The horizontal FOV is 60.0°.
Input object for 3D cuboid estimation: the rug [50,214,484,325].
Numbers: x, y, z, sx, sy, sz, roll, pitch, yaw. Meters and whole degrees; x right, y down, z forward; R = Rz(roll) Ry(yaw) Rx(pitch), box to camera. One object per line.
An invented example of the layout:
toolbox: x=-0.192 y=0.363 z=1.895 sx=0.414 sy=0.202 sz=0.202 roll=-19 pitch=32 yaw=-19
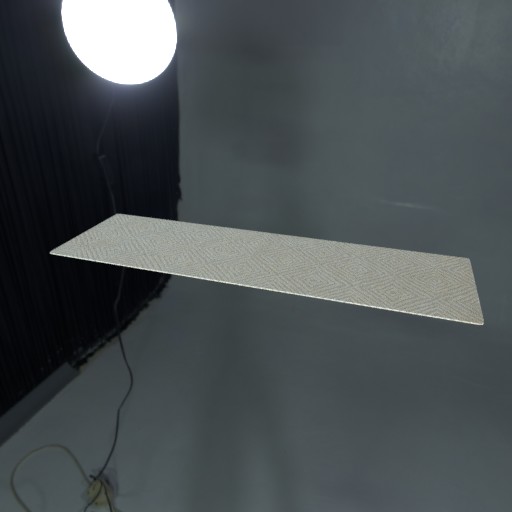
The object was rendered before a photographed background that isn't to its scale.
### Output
rug: x=0.000 y=0.000 z=2.501 sx=2.277 sy=0.008 sz=0.676 roll=8 pitch=27 yaw=17
